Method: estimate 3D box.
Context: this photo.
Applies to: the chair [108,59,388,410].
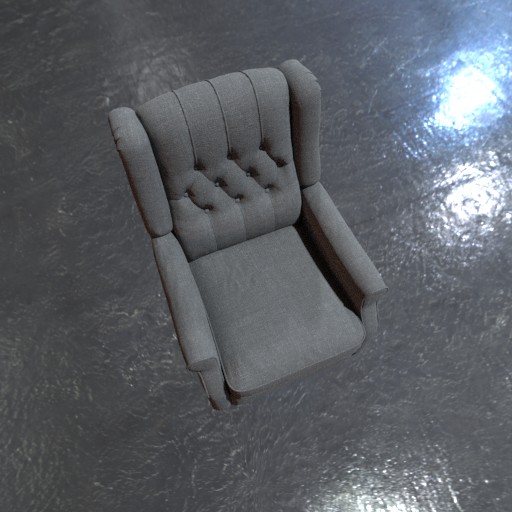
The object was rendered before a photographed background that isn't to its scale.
[{"bbox_3d":[0.000,0.000,1.667,0.742,1.035,0.898,-20,64,-10],"label":"chair"}]
